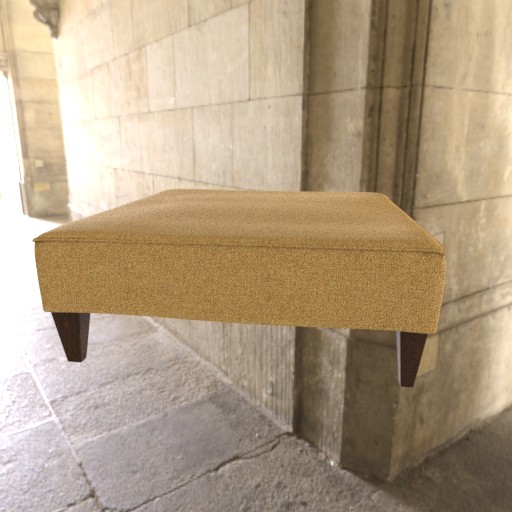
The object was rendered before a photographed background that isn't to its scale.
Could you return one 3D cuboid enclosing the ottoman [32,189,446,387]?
[{"bbox_3d":[0.000,0.000,1.501,0.970,0.378,0.981,2,15,8],"label":"ottoman"}]
